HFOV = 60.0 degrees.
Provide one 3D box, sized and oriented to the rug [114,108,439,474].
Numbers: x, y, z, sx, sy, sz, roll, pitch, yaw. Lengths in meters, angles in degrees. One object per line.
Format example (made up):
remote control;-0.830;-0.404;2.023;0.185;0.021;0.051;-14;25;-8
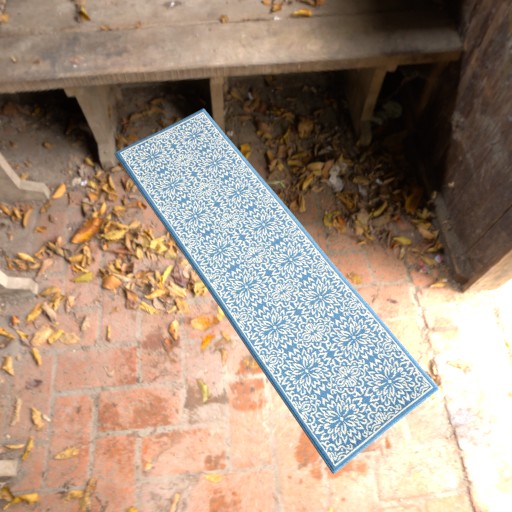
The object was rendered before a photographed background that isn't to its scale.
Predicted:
rug;0.000;0.000;2.470;0.662;0.011;2.196;-32;68;-14
